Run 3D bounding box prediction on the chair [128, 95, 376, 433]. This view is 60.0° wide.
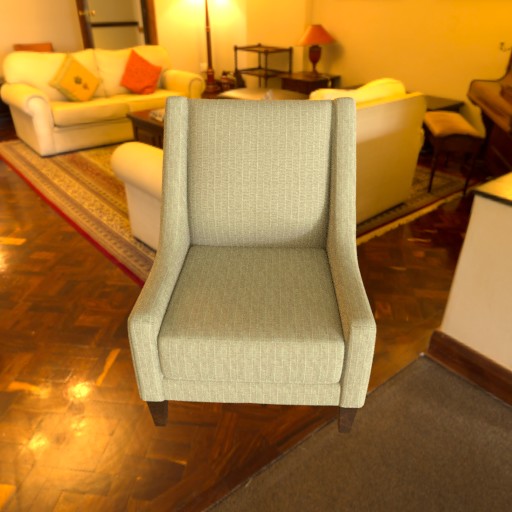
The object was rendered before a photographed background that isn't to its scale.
[{"bbox_3d":[0.000,0.000,1.670,0.774,1.014,0.870,1,30,2],"label":"chair"}]
